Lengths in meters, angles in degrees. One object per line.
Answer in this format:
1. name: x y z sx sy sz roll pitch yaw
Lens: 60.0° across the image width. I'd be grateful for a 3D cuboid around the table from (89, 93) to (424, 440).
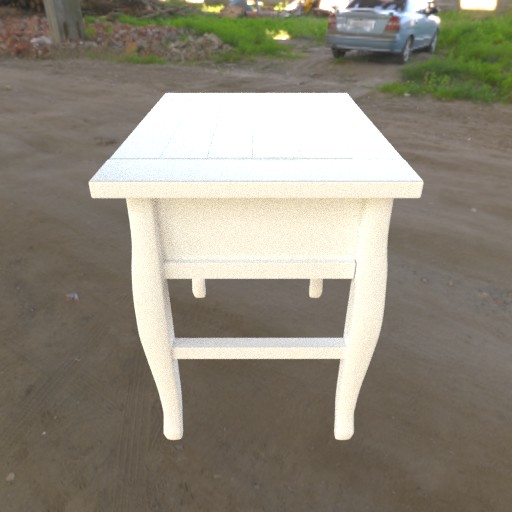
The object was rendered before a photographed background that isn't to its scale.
1. table: 0.000 0.000 1.021 0.463 0.605 0.599 0 31 0
